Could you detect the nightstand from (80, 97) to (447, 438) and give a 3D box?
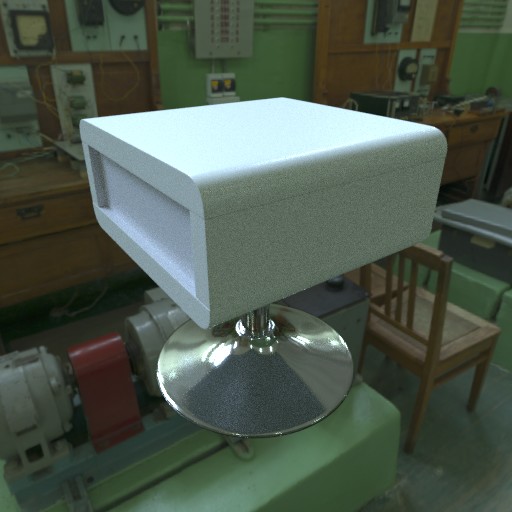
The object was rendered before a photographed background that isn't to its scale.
[{"bbox_3d":[0.000,0.000,0.757,0.404,0.447,0.399,-18,33,-31],"label":"nightstand"}]
